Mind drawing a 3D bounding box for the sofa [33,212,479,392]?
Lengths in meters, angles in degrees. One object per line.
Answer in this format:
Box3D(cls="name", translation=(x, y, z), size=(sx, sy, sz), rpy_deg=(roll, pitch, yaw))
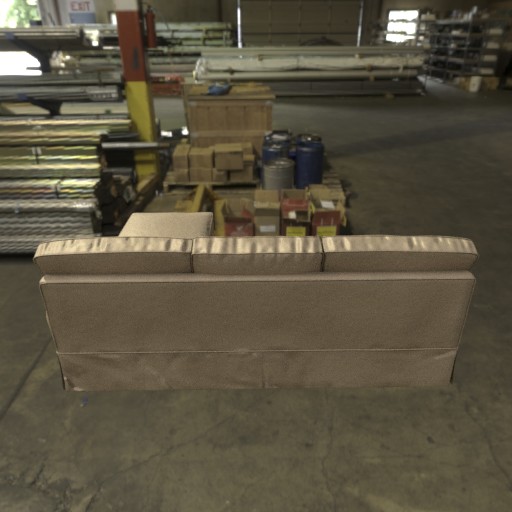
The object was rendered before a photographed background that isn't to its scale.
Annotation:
Box3D(cls="sofa", translation=(0.000, 0.000, 3.278), size=(2.475, 0.978, 1.733), rpy_deg=(-1, 27, -1))
